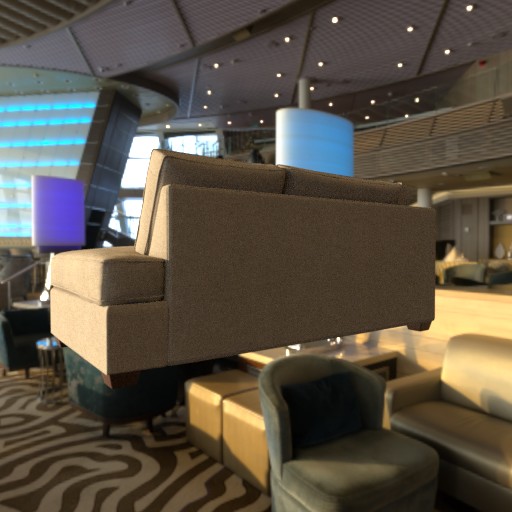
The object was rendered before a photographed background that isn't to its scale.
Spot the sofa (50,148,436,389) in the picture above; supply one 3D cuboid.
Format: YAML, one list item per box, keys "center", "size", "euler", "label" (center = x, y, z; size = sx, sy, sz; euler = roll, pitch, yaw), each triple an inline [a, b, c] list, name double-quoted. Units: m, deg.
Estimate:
- center: [0.000, 0.000, 2.776]
  size: [2.238, 1.019, 1.110]
  euler: [-1, 1, -36]
  label: "sofa"
